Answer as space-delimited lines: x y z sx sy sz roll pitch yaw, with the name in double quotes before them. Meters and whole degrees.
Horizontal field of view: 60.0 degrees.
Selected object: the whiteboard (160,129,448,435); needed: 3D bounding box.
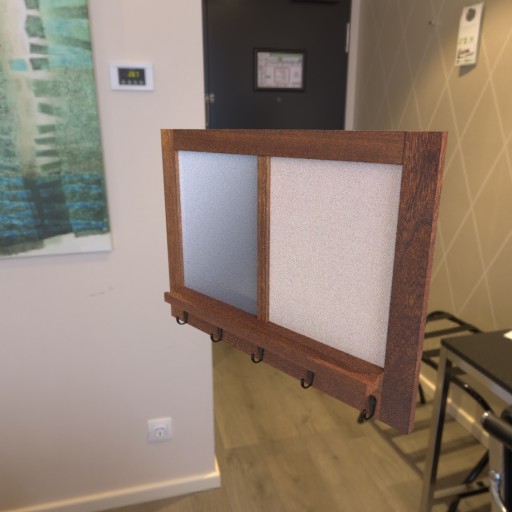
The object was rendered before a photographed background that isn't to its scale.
"whiteboard" 0.000 0.000 1.021 0.083 0.559 0.783 -16 23 -43
